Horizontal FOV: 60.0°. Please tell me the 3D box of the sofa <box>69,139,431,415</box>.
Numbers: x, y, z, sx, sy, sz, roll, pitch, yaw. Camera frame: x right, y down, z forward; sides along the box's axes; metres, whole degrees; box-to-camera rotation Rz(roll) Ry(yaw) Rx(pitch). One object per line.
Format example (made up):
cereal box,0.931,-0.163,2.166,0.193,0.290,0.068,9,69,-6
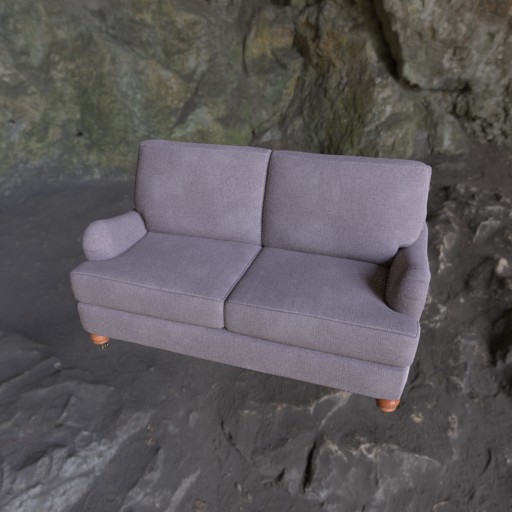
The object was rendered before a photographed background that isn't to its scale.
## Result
sofa,0.000,0.000,2.559,1.853,1.101,1.084,9,29,16
